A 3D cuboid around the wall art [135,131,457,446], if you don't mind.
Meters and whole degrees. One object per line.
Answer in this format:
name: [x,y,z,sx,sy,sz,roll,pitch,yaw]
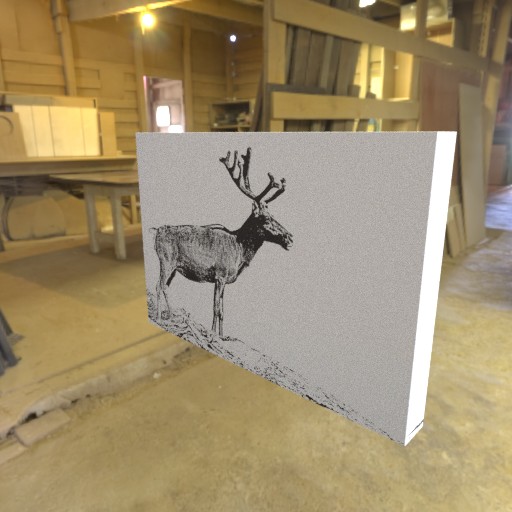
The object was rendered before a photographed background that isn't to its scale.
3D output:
wall art: [0.000,0.000,0.482,0.381,0.259,0.038,14,21,41]
